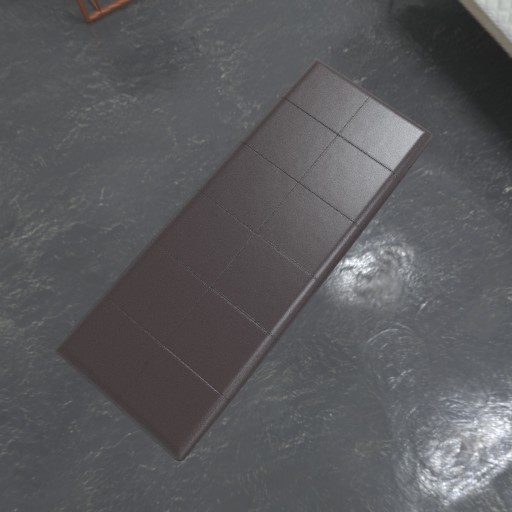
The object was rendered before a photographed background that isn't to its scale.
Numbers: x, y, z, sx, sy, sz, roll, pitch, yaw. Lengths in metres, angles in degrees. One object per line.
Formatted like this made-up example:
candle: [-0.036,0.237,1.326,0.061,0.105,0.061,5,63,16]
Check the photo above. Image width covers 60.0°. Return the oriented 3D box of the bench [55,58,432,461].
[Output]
bench: [0.000,0.000,1.369,0.429,0.457,1.092,38,78,9]
